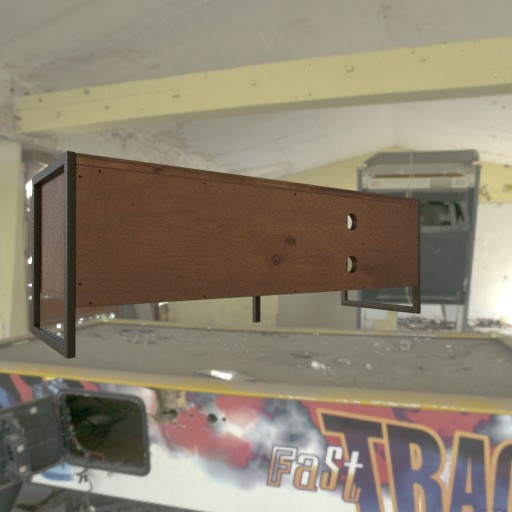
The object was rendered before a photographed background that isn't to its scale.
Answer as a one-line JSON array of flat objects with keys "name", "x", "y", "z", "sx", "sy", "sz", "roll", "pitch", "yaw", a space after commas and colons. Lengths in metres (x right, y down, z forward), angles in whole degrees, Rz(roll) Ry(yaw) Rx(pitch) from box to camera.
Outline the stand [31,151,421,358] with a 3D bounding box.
[{"name": "stand", "x": 0.000, "y": 0.000, "z": 1.699, "sx": 1.480, "sy": 0.506, "sz": 0.454, "roll": 0, "pitch": 0, "yaw": -37}]
